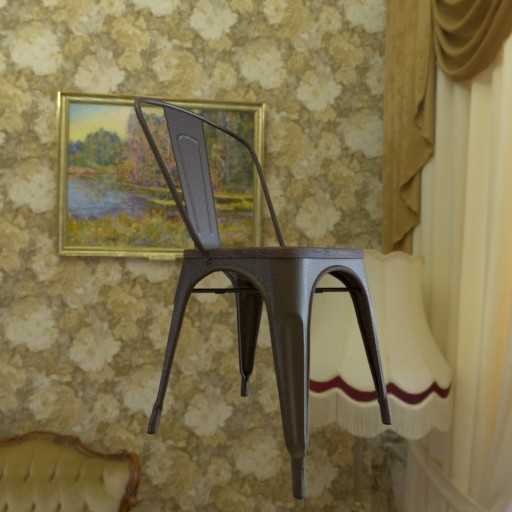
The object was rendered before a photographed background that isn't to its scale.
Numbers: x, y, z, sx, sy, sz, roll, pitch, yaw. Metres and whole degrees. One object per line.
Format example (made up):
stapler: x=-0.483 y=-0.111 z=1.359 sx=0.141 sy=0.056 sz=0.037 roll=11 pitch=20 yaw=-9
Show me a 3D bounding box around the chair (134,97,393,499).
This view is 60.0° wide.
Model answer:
chair: x=0.000 y=0.000 z=1.101 sx=0.532 sy=0.844 sz=0.451 roll=0 pitch=-1 yaw=37
